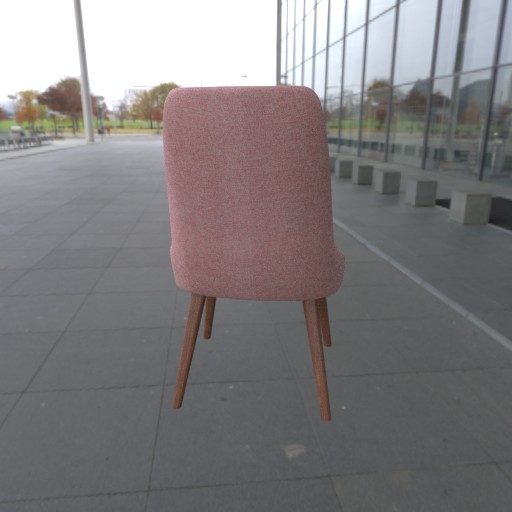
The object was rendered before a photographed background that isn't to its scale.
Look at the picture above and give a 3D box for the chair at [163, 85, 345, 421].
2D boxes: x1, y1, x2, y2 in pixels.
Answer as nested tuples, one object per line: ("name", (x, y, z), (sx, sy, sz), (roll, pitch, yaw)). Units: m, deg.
("chair", (0.000, 0.000, 1.347), (0.535, 0.918, 0.707), (2, 17, 8))
